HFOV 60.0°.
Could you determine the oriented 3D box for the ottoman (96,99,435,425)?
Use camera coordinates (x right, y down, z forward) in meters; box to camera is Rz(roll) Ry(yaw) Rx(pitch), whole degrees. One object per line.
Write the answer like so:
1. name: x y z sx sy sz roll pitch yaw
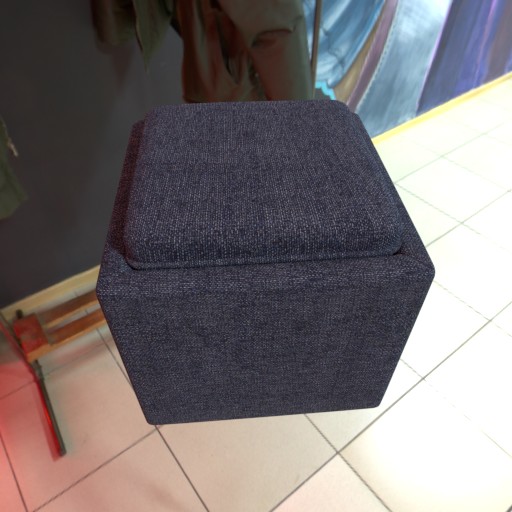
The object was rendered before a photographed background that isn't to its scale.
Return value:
1. ottoman: 0.000 0.000 0.844 0.450 0.460 0.450 -3 45 -3
